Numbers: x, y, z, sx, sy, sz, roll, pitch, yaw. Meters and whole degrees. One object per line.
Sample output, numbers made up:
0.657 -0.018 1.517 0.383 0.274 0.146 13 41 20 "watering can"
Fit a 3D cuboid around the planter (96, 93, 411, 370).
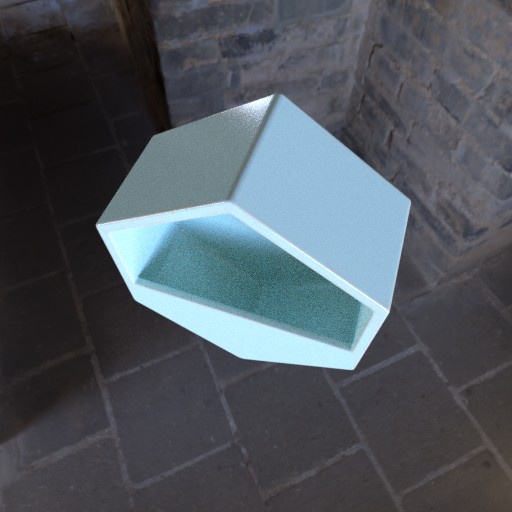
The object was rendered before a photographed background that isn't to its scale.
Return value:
0.000 0.000 0.299 0.169 0.207 0.078 16 60 10 "planter"
